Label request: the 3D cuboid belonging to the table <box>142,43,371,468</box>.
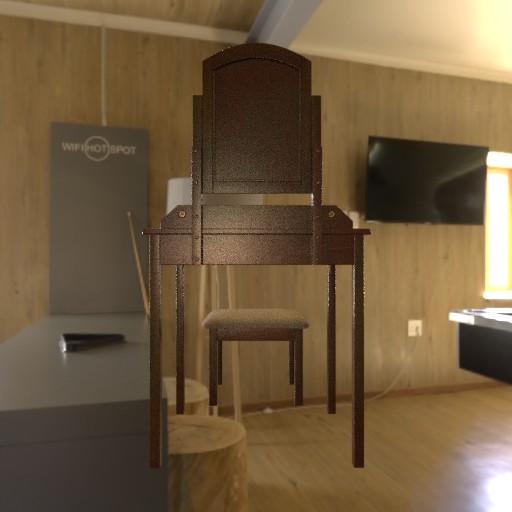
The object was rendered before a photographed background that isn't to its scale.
[{"bbox_3d":[0.000,0.000,2.275,0.876,1.631,1.211,0,0,0],"label":"table"}]
